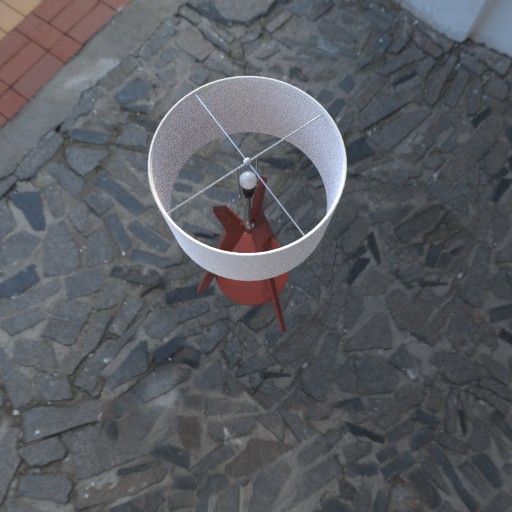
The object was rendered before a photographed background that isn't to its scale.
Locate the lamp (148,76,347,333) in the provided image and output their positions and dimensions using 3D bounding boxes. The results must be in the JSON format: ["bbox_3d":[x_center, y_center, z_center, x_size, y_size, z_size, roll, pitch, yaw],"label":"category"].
[{"bbox_3d":[0.000,0.000,1.752,0.539,1.472,0.542,-34,77,-9],"label":"lamp"}]
